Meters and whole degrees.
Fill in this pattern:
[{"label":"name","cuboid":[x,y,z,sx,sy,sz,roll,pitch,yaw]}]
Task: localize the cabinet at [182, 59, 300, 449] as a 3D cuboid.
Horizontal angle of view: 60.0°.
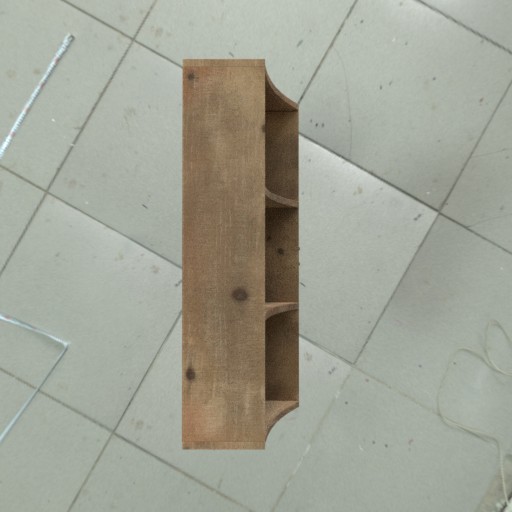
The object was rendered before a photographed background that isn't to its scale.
[{"label":"cabinet","cuboid":[0.000,0.000,0.849,0.184,0.590,0.489,0,89,0]}]
